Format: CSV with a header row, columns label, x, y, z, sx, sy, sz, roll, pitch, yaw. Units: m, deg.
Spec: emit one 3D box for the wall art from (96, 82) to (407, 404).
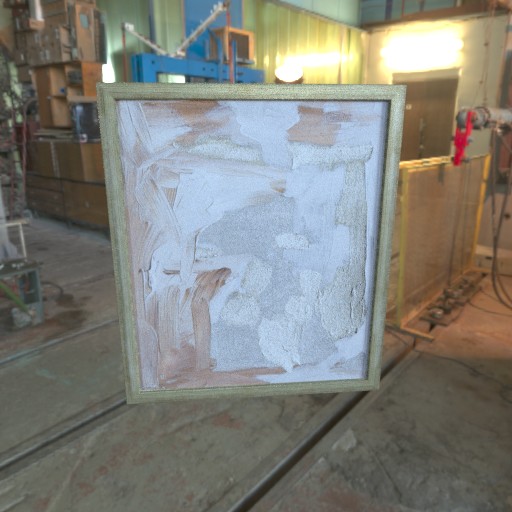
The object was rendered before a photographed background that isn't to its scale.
label,x,y,z,sx,sy,sz,roll,pitch,yaw
wall art,0.000,0.000,0.768,0.483,0.559,0.009,-2,17,-5
